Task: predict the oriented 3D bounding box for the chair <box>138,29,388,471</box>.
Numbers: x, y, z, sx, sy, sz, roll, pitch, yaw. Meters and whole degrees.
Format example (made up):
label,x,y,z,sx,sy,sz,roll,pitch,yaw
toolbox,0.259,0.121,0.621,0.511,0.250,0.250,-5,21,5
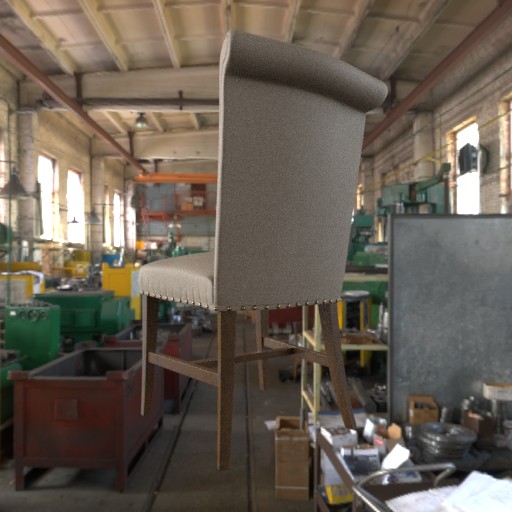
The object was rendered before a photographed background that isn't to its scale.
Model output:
label,x,y,z,sx,sy,sz,roll,pitch,yaw
chair,0.000,0.000,1.304,0.513,0.988,0.608,0,0,-35
